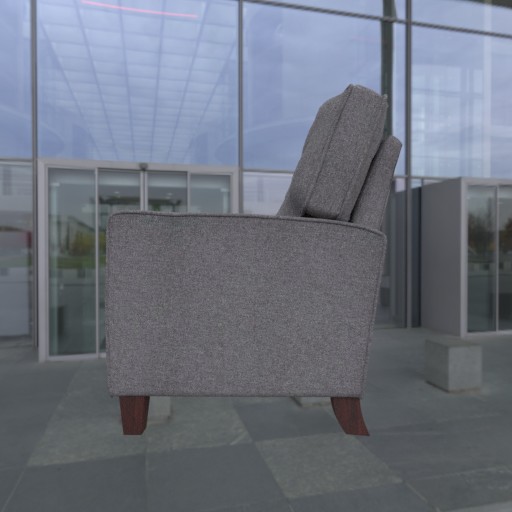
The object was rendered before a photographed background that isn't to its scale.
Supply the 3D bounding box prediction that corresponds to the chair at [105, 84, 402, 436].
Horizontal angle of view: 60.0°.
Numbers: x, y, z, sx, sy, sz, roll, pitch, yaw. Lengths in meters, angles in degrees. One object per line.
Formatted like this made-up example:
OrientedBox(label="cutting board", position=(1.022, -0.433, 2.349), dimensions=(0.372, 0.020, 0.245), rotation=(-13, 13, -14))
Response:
OrientedBox(label="chair", position=(0.000, 0.000, 1.390), dimensions=(0.775, 0.889, 0.650), rotation=(0, 1, 1))
